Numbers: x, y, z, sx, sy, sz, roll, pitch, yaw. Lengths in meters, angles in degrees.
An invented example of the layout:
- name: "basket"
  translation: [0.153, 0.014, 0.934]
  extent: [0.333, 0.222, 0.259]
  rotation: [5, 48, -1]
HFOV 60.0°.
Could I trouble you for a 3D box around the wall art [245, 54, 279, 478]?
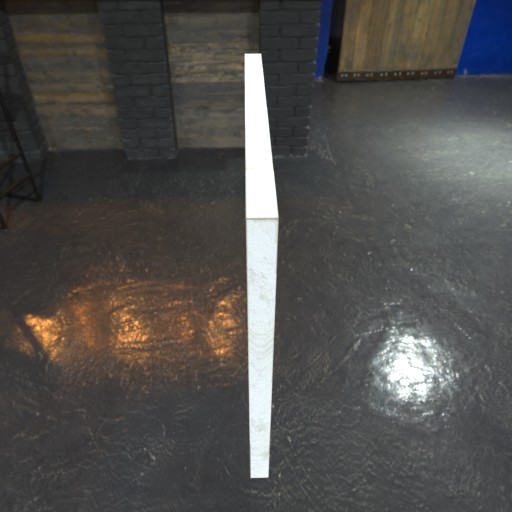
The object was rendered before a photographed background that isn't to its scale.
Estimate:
- name: "wall art"
  translation: [0.000, 0.000, 0.747]
  extent: [0.029, 0.506, 0.508]
  rotation: [-1, 40, -1]
